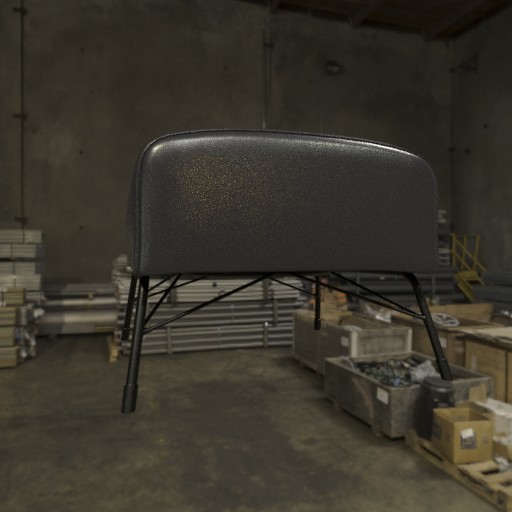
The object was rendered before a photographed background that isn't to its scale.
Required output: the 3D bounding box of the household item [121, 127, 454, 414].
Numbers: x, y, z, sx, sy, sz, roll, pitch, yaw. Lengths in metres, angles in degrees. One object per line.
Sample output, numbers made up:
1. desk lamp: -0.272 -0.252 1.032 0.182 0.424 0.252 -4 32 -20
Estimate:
1. household item: 0.000 0.000 0.907 0.530 0.410 0.530 0 0 -17
